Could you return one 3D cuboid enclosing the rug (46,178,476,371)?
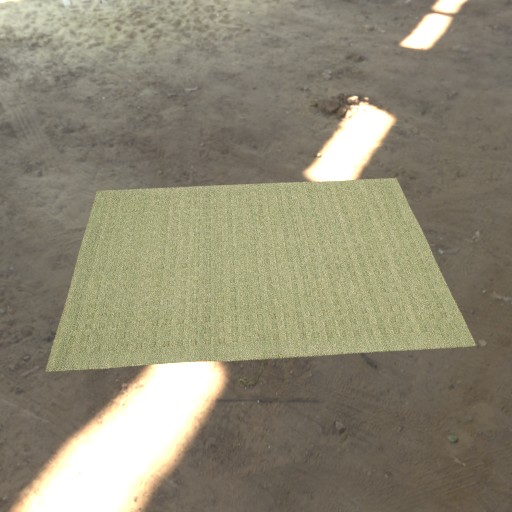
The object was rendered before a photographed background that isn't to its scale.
[{"bbox_3d":[0.000,0.000,2.182,1.747,0.006,1.143,-3,47,-3],"label":"rug"}]
